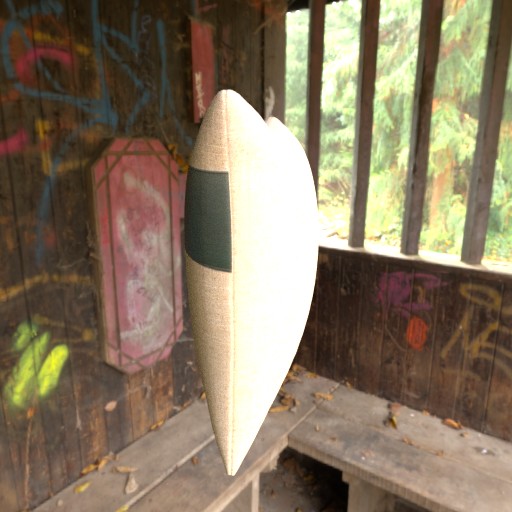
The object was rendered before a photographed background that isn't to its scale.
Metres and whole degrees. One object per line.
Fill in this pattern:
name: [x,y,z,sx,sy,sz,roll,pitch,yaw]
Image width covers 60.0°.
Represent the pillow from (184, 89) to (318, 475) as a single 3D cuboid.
pillow: [0.000,0.000,0.626,0.173,0.399,0.414,2,14,7]
